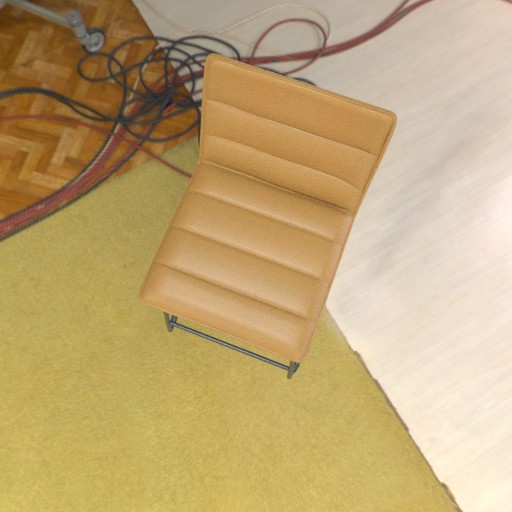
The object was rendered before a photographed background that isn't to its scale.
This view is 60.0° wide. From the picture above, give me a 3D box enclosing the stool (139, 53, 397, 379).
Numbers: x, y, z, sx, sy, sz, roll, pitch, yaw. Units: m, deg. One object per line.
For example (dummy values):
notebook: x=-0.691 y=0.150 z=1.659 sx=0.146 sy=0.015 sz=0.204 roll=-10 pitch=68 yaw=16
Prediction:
stool: x=0.000 y=0.000 z=1.188 sx=0.489 sy=0.866 sz=0.524 roll=20 pitch=76 yaw=5
